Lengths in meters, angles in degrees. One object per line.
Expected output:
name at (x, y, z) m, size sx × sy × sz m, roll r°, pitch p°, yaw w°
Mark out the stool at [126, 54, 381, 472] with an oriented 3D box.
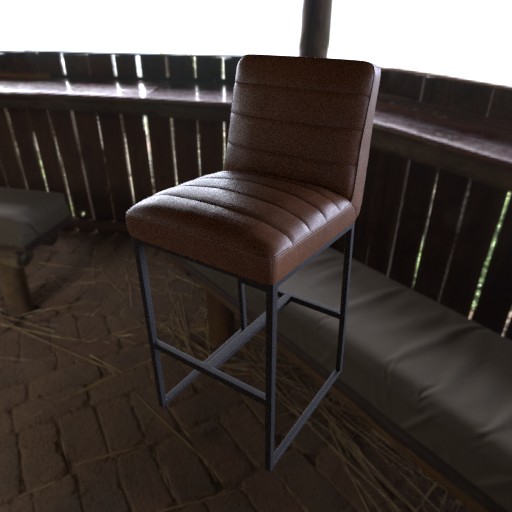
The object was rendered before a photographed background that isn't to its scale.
stool at (0.000, 0.000, 1.299) m, size 0.458 × 1.040 × 0.556 m, roll 18°, pitch 34°, yaw 29°
